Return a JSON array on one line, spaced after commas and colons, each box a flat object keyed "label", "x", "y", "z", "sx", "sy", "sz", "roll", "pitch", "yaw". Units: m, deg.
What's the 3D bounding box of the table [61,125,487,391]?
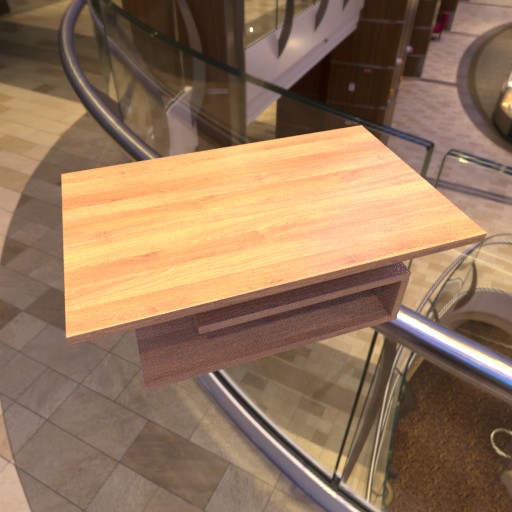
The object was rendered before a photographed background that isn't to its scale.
[{"label": "table", "x": 0.000, "y": 0.000, "z": 1.476, "sx": 1.100, "sy": 0.442, "sz": 0.700, "roll": -13, "pitch": 43, "yaw": -14}]
